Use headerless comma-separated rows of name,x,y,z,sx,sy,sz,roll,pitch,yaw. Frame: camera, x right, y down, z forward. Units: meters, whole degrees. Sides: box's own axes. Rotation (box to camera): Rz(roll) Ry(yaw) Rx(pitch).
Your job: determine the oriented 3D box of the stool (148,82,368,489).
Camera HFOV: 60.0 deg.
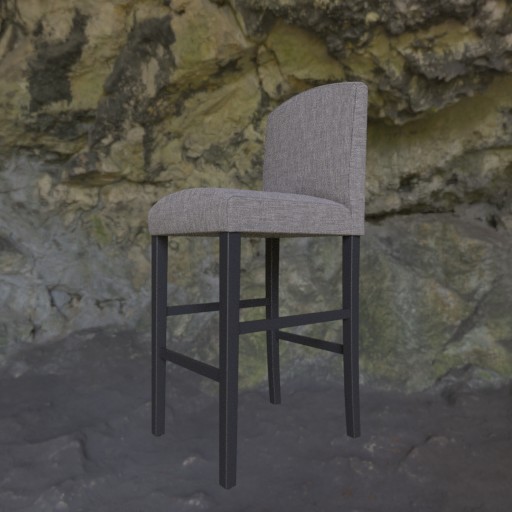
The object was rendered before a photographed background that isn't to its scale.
stool,0.000,0.000,1.388,0.552,1.138,0.451,-1,1,-38
